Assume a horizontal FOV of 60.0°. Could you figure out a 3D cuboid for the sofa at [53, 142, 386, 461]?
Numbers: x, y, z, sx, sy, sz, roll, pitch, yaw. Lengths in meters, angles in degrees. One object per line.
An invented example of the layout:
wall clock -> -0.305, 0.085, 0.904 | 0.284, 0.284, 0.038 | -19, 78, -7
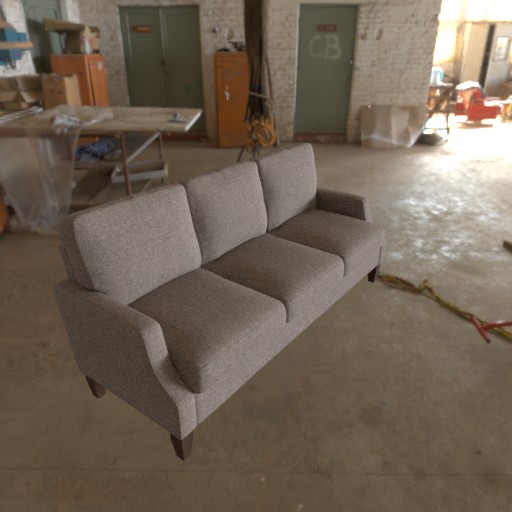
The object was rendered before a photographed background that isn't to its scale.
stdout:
sofa -> 0.000, 0.000, 2.667 | 0.888, 0.984, 2.115 | 18, 31, 33
